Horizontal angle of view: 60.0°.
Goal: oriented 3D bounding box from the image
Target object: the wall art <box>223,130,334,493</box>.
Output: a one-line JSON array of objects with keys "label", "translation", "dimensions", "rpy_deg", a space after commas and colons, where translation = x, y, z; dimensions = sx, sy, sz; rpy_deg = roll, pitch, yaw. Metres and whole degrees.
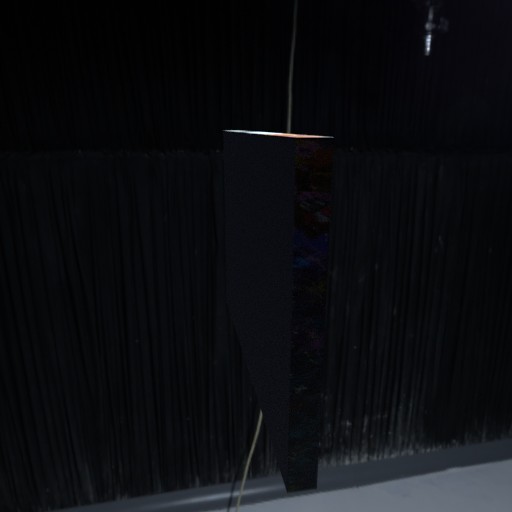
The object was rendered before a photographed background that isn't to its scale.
[{"label": "wall art", "translation": [0.000, 0.000, 0.757], "dimensions": [0.037, 0.406, 0.610], "rpy_deg": [-3, 17, -10]}]
